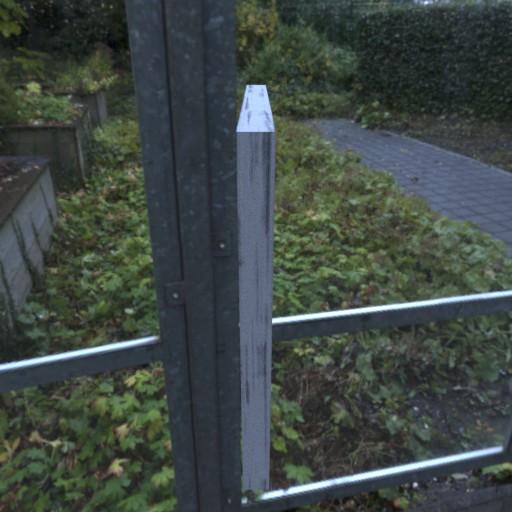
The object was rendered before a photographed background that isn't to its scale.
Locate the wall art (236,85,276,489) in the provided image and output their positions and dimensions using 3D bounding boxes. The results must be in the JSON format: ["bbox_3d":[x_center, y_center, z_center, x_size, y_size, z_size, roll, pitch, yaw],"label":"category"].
[{"bbox_3d":[0.000,0.000,0.758,0.038,0.506,0.506,0,26,0],"label":"wall art"}]
